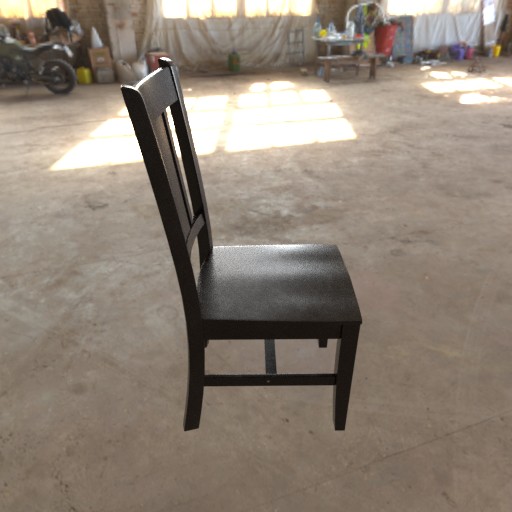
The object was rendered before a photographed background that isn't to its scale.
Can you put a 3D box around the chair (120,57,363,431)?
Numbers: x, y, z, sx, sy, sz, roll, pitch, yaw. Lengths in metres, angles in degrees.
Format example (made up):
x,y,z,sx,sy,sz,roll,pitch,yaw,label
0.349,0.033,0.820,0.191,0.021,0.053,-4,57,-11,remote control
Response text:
x,y,z,sx,sy,sz,roll,pitch,yaw,label
0.000,0.000,1.271,0.555,0.998,0.450,0,31,-1,chair
